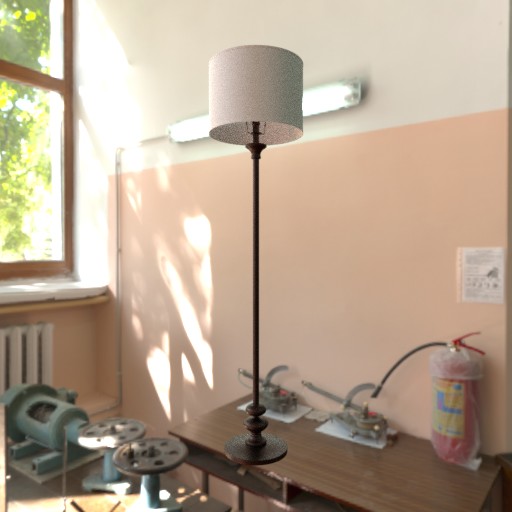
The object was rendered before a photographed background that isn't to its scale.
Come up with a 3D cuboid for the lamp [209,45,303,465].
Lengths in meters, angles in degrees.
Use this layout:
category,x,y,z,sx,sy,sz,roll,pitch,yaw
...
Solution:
category,x,y,z,sx,sy,sz,roll,pitch,yaw
lamp,0.000,0.000,1.687,0.356,1.487,0.356,0,1,-18
